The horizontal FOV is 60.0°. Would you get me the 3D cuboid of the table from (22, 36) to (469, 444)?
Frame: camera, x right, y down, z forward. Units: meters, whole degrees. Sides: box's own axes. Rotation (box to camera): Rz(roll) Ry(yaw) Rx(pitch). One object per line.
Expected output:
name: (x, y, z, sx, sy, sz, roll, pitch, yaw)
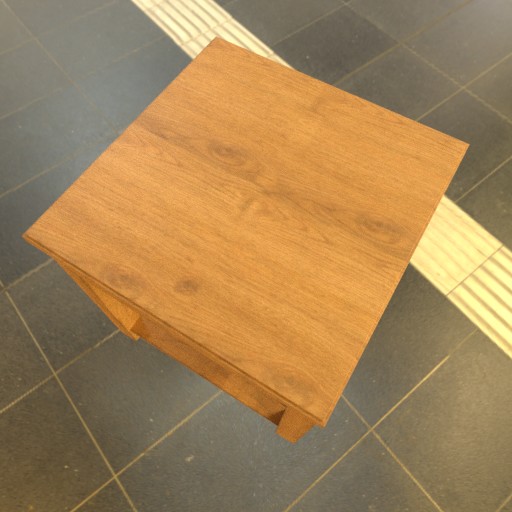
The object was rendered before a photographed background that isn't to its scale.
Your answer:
table: (0.000, 0.000, 1.092, 0.612, 0.593, 0.616, 29, 67, 14)
